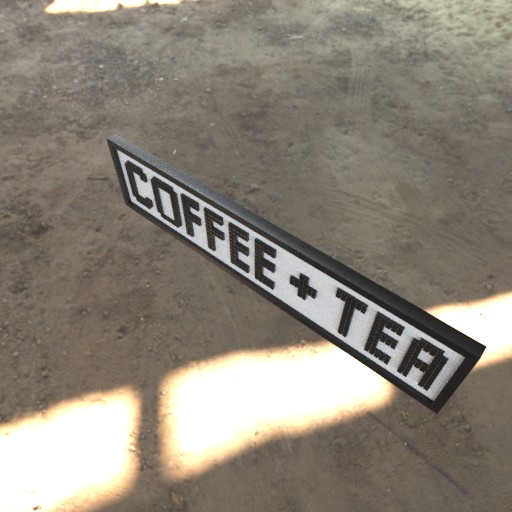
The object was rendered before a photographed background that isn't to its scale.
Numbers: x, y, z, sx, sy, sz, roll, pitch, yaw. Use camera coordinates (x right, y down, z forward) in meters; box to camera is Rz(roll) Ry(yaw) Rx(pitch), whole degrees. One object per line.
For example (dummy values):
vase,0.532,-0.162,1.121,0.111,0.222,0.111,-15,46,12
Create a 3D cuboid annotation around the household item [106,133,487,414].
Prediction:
household item,0.000,0.000,1.048,1.001,0.236,0.030,32,56,25
